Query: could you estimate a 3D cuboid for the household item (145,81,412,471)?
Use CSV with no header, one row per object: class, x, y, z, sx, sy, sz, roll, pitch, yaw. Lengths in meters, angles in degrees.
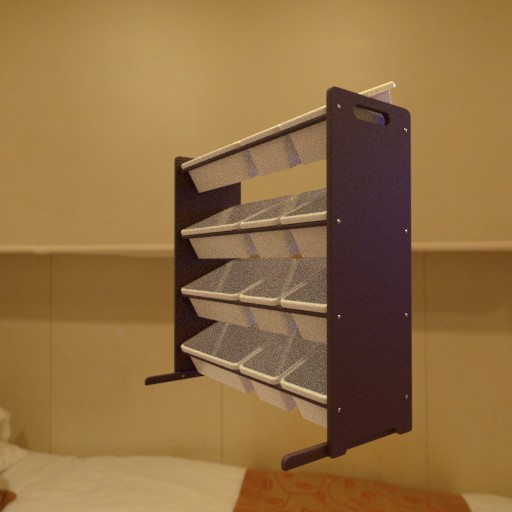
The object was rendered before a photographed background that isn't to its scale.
household item,0.000,0.000,1.302,0.389,0.864,0.787,0,-1,-35
